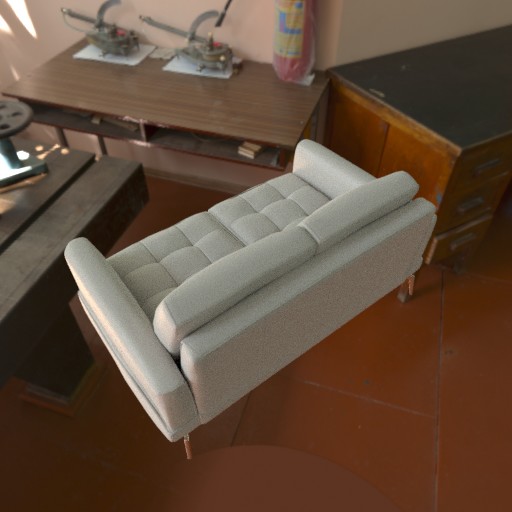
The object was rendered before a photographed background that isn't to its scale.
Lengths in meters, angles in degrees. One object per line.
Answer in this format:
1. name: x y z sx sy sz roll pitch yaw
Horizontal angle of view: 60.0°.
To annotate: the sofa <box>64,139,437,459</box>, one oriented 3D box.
1. sofa: 0.000 0.000 2.499 1.819 0.930 1.121 -29 52 -26
